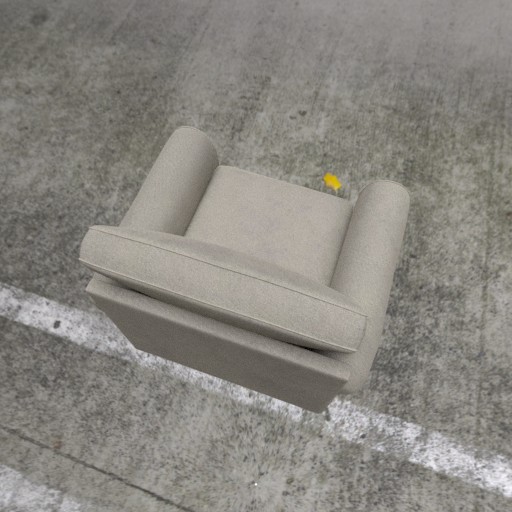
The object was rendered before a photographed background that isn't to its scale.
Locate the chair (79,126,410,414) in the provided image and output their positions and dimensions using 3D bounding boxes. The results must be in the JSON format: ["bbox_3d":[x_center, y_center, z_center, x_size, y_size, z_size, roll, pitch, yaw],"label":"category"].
[{"bbox_3d":[0.000,0.000,1.938,1.147,1.044,0.939,17,64,9],"label":"chair"}]
